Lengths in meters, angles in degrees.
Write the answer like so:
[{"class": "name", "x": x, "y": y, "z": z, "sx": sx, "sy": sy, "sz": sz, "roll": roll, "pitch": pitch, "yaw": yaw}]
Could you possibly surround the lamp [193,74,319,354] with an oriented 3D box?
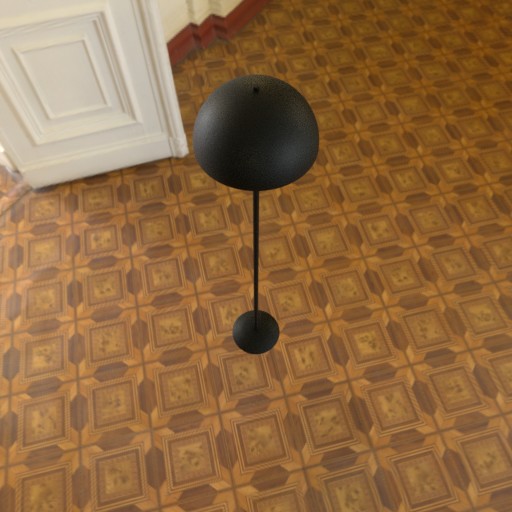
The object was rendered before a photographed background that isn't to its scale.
[{"class": "lamp", "x": 0.000, "y": 0.000, "z": 1.639, "sx": 0.328, "sy": 1.480, "sz": 0.328, "roll": -12, "pitch": 59, "yaw": -7}]
